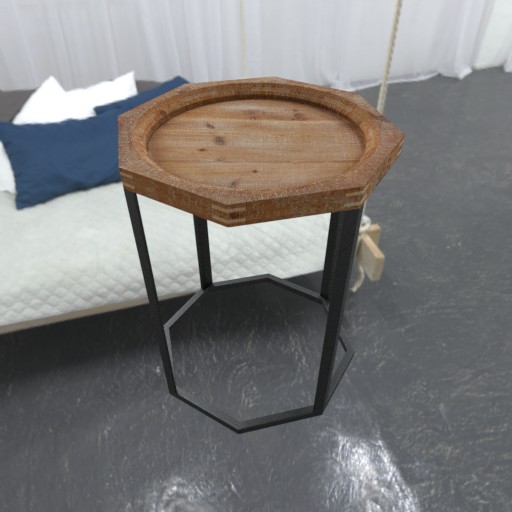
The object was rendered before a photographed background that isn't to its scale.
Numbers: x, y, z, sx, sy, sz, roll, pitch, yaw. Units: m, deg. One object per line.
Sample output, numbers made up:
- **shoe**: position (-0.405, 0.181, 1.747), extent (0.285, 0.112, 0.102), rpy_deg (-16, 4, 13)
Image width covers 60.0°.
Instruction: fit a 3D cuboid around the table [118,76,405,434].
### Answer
- **table**: position (0.000, 0.000, 0.875), extent (0.458, 0.543, 0.458), rpy_deg (-25, 46, -27)
